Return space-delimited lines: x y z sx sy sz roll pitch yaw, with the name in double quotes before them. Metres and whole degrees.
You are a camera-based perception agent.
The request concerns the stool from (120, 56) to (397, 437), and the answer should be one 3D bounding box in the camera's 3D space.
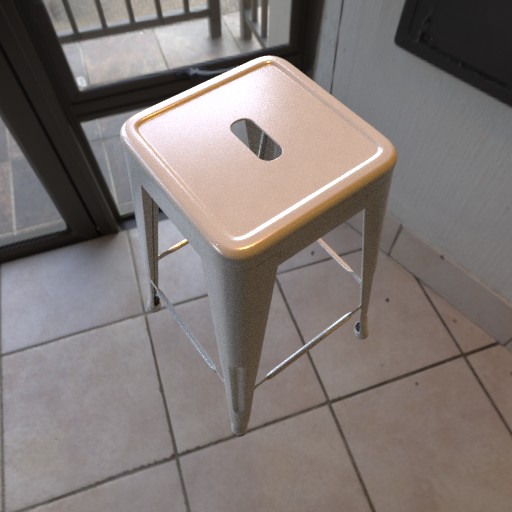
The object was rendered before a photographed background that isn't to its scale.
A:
"stool" 0.000 0.000 0.862 0.406 0.610 0.406 -33 63 -19
